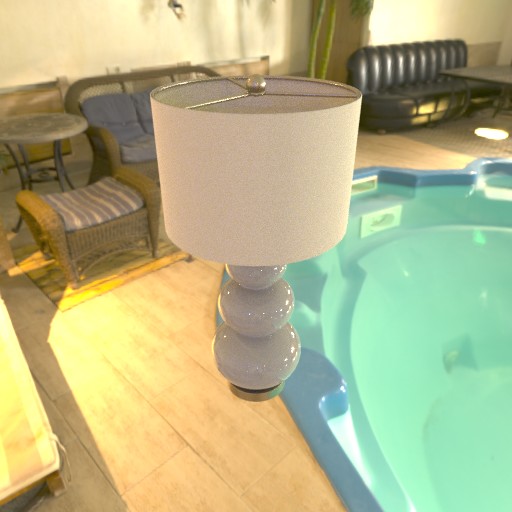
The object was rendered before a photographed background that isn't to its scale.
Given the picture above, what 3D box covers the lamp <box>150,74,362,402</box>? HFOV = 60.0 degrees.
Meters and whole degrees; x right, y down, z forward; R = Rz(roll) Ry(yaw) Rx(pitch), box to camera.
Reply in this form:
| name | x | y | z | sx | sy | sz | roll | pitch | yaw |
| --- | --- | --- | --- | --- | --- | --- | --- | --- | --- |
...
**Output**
| name | x | y | z | sx | sy | sz | roll | pitch | yaw |
| --- | --- | --- | --- | --- | --- | --- | --- | --- | --- |
| lamp | 0.000 | 0.000 | 0.952 | 0.367 | 0.730 | 0.367 | -21 | 36 | -32 |
